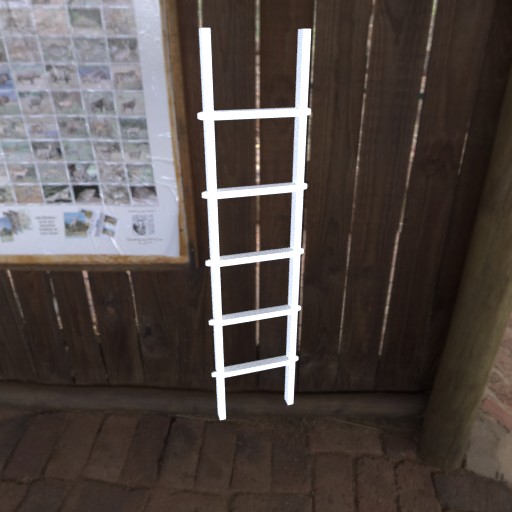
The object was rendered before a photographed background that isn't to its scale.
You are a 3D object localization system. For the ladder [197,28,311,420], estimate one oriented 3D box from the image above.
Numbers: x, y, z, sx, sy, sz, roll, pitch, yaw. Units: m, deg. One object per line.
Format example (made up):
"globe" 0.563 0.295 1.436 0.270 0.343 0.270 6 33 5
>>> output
"ladder" 0.000 0.000 1.968 0.452 1.797 0.051 -7 27 -15
